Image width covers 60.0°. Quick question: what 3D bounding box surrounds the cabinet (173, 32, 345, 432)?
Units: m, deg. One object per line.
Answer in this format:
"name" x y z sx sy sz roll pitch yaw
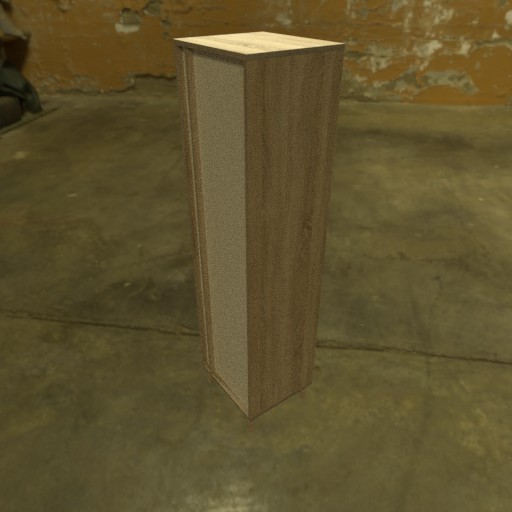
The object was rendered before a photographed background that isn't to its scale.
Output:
"cabinet" 0.000 0.000 2.232 0.450 1.960 0.510 -21 38 -30
